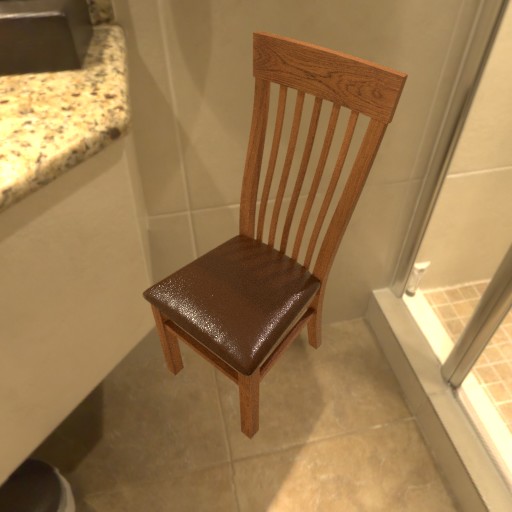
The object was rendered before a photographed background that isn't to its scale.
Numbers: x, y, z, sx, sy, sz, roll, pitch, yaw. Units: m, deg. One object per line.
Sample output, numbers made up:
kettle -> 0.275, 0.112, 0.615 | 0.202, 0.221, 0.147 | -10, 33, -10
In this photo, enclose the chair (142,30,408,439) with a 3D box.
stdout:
chair -> 0.000, 0.000, 1.342 | 0.450, 1.050, 0.580 | 31, 53, 27
